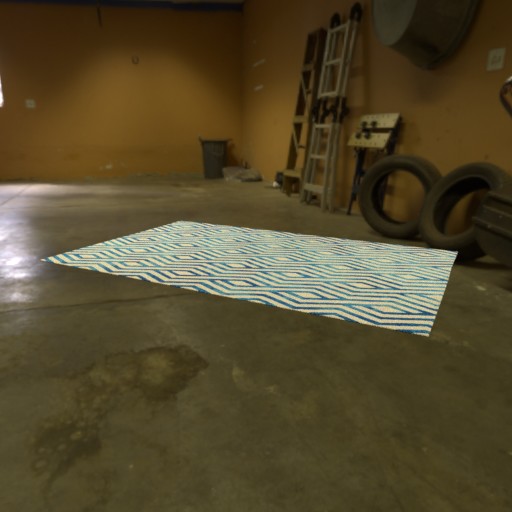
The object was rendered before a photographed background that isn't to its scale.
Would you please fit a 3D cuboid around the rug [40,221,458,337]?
[{"bbox_3d":[0.000,0.000,3.049,2.439,0.008,1.531,8,18,27],"label":"rug"}]
